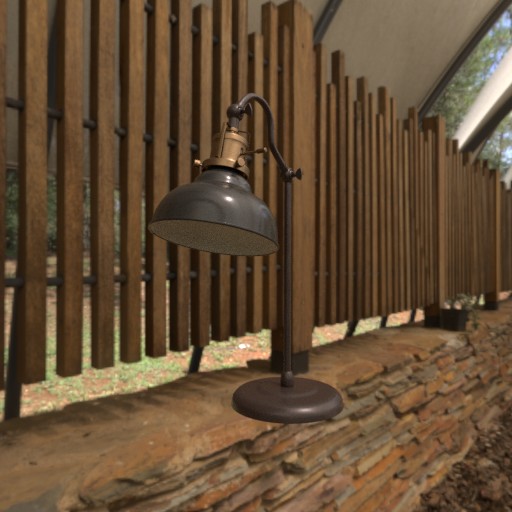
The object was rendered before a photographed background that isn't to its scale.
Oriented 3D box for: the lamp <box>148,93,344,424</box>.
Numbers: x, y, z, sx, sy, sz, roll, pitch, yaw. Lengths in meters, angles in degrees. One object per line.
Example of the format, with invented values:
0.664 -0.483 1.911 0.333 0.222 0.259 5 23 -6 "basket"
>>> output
0.000 0.000 0.694 0.192 0.508 0.374 0 -1 36 "lamp"
